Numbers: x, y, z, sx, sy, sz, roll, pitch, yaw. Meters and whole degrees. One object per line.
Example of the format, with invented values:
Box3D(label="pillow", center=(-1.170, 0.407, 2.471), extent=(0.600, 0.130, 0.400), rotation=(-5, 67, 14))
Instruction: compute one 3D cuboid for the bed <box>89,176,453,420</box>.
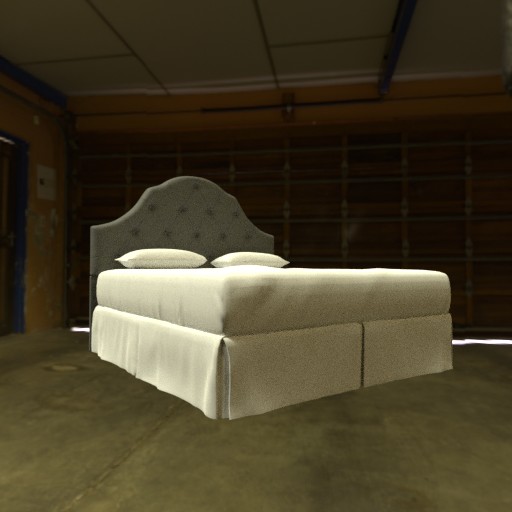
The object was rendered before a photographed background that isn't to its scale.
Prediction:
Box3D(label="bed", center=(0.000, 0.000, 3.488), extent=(2.008, 1.615, 2.214), rotation=(1, -2, -35))
